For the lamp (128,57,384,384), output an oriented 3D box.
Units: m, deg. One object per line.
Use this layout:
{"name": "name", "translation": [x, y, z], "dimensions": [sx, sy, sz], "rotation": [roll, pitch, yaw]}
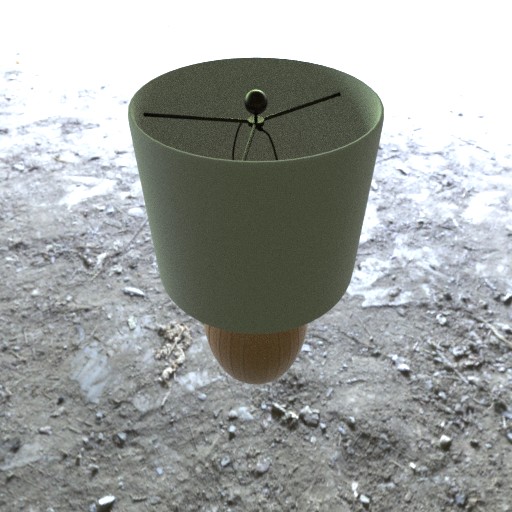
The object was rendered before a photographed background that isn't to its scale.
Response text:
{"name": "lamp", "translation": [0.000, 0.000, 0.759], "dimensions": [0.329, 0.570, 0.329], "rotation": [0, 42, 0]}
